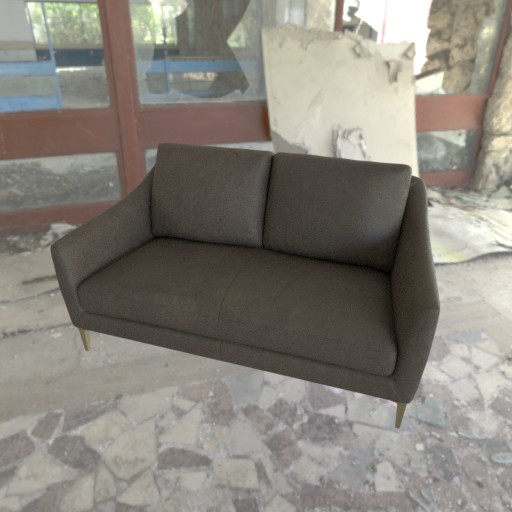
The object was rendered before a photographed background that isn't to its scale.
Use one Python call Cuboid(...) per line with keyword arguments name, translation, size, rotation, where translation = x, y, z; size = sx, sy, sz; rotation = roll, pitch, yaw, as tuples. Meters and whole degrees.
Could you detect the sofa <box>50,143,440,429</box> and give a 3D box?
Cuboid(name="sofa", translation=(0.000, 0.000, 2.160), size=(1.619, 0.902, 0.960), rotation=(9, 28, 17))
